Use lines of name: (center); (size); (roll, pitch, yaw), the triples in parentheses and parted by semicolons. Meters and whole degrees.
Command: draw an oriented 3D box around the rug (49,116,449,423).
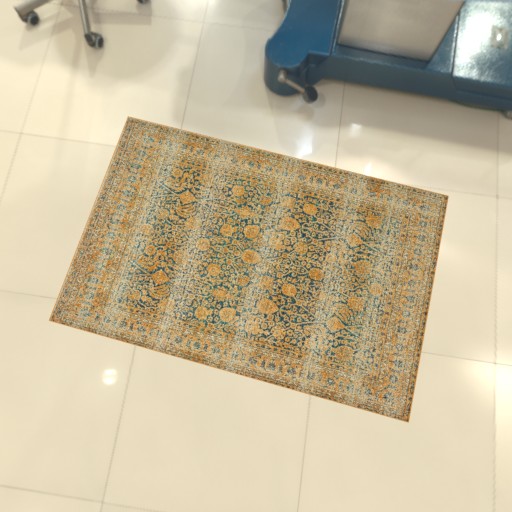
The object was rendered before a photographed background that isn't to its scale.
rug: (0.000, 0.000, 2.946); (2.336, 0.007, 1.525); (15, 76, 4)
